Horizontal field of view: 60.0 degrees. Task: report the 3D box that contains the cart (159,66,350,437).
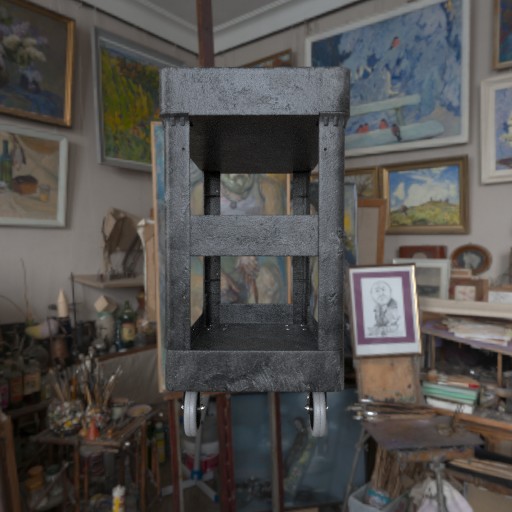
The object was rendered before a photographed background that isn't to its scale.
[{"bbox_3d":[0.000,0.000,1.383,0.420,0.824,0.877,0,2,0],"label":"cart"}]
